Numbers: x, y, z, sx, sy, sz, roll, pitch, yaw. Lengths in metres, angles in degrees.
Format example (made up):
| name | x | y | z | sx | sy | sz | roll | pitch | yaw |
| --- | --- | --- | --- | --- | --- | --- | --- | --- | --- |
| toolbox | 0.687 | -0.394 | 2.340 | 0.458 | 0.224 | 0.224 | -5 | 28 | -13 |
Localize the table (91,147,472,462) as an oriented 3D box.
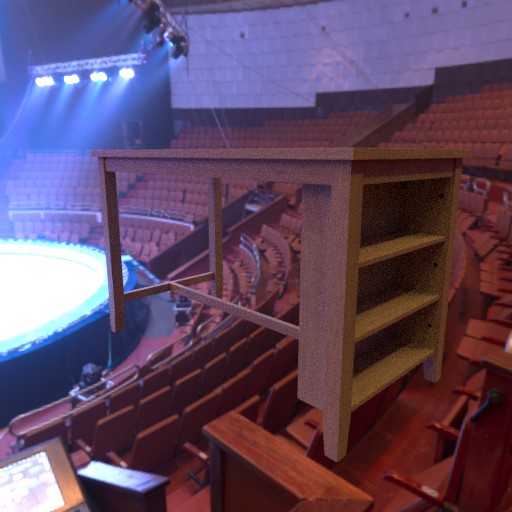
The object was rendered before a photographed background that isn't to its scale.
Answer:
| name | x | y | z | sx | sy | sz | roll | pitch | yaw |
| --- | --- | --- | --- | --- | --- | --- | --- | --- | --- |
| table | 0.000 | 0.000 | 1.877 | 0.729 | 0.874 | 1.397 | -13 | 18 | -43 |
